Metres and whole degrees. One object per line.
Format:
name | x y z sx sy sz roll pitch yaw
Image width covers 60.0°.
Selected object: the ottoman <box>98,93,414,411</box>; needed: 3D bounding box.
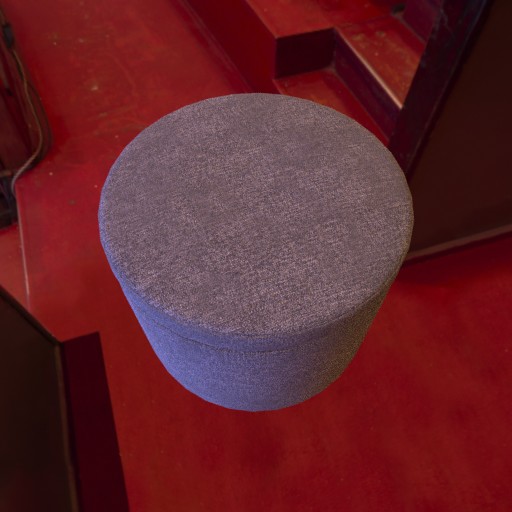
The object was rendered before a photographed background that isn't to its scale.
ottoman | 0.000 0.000 0.864 0.500 0.419 0.500 0 57 0
